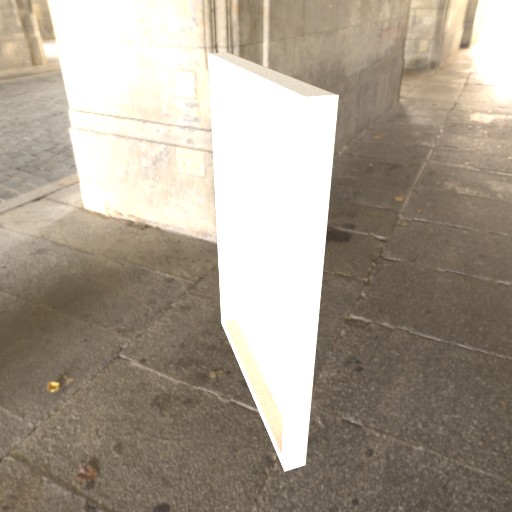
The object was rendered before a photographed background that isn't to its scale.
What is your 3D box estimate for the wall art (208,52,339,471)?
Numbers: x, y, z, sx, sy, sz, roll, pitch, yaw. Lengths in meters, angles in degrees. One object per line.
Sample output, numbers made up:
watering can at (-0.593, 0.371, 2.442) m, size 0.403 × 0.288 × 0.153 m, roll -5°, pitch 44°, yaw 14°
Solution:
wall art at (0.000, 0.000, 0.775) m, size 0.038 × 0.608 × 0.418 m, roll -10°, pitch 32°, yaw -16°
